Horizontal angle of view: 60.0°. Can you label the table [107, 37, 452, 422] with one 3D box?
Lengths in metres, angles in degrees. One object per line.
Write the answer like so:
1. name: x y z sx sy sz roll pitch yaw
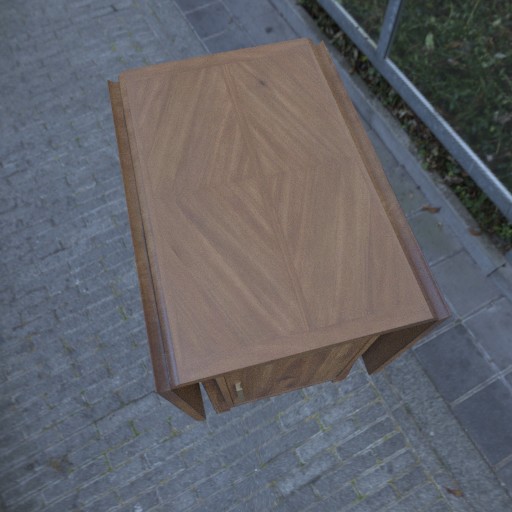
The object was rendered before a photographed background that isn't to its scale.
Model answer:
1. table: 0.000 0.000 1.627 0.701 0.981 0.967 -13 65 -6
